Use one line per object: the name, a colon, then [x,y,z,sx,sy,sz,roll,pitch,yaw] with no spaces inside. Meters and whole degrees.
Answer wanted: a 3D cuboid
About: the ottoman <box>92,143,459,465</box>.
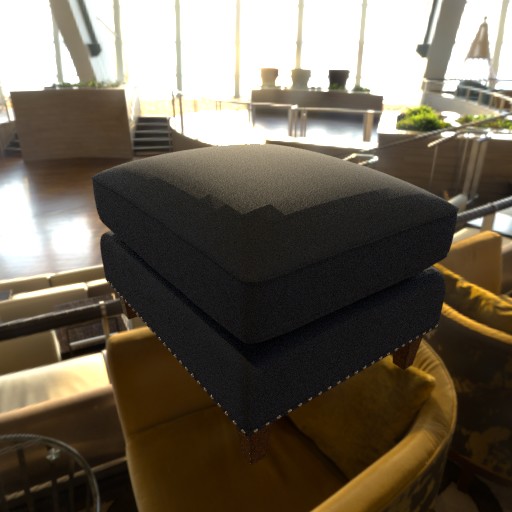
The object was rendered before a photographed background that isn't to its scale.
ottoman: [0.000,0.000,1.143,0.584,0.513,0.741,-18,31,-32]
